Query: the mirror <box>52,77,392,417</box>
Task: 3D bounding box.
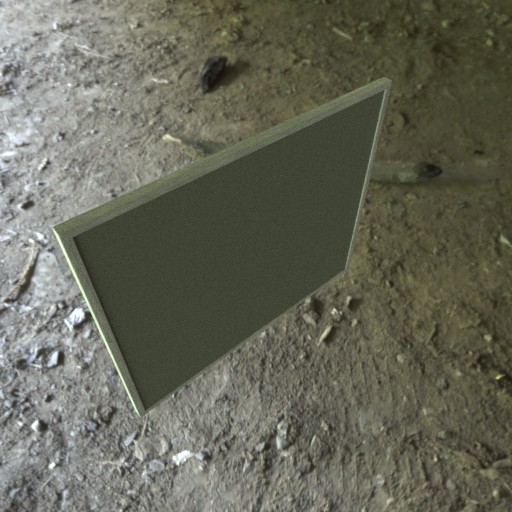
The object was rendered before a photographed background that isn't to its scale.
[{"bbox_3d":[0.000,0.000,1.142,0.839,0.689,0.028,-31,54,-26],"label":"mirror"}]
